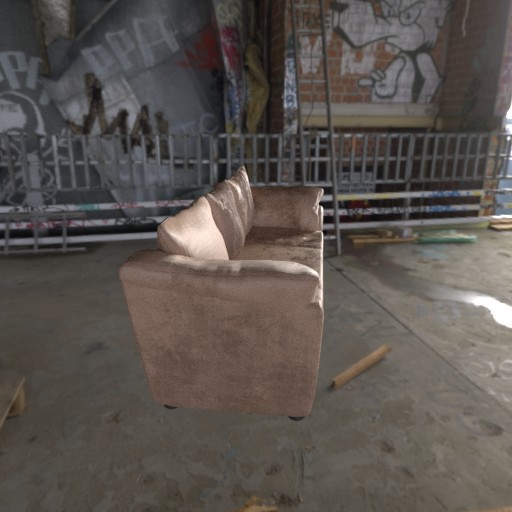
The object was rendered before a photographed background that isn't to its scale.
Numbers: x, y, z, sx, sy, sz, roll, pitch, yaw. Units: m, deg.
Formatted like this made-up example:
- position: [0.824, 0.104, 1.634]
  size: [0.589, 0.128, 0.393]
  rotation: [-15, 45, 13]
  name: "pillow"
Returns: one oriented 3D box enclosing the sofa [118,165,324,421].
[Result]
- position: [0.000, 0.000, 2.942]
  size: [0.893, 0.981, 2.377]
  rotation: [2, 17, 8]
  name: "sofa"
